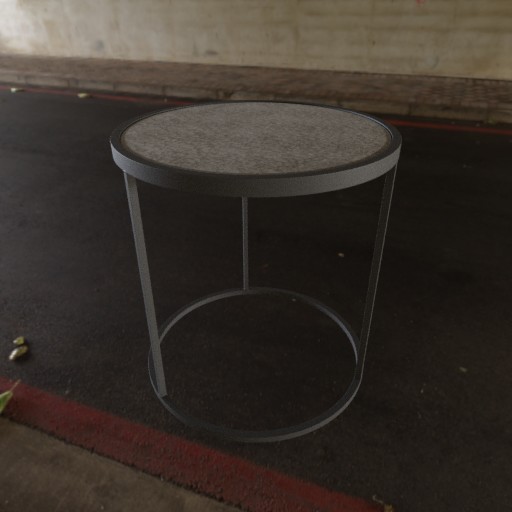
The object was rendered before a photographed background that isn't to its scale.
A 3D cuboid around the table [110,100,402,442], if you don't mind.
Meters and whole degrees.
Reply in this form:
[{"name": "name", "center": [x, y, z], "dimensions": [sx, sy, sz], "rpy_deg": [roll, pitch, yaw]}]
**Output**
[{"name": "table", "center": [0.000, 0.000, 0.869], "dimensions": [0.470, 0.498, 0.470], "rpy_deg": [0, 31, 0]}]
